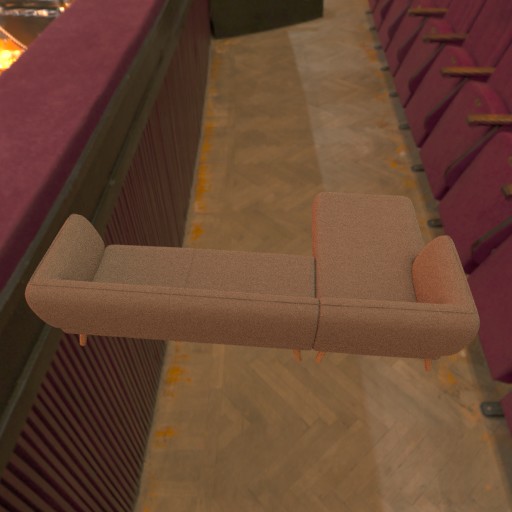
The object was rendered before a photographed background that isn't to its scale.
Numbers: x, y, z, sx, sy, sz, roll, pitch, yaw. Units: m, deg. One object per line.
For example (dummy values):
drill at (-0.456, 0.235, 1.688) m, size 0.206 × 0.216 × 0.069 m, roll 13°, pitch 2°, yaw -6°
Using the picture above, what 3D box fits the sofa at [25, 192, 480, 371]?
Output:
sofa at (0.000, 0.000, 3.271) m, size 2.653 × 0.693 × 1.532 m, roll 3°, pitch 45°, yaw 3°
